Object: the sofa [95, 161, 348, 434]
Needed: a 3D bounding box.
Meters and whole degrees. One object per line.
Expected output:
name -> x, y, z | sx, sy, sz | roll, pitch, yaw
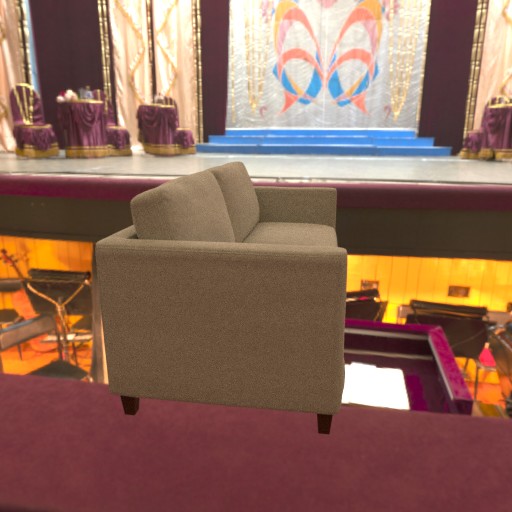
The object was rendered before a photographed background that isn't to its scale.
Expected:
sofa -> 0.000, 0.000, 2.502 | 0.950, 0.963, 1.884 | 2, 16, 8
